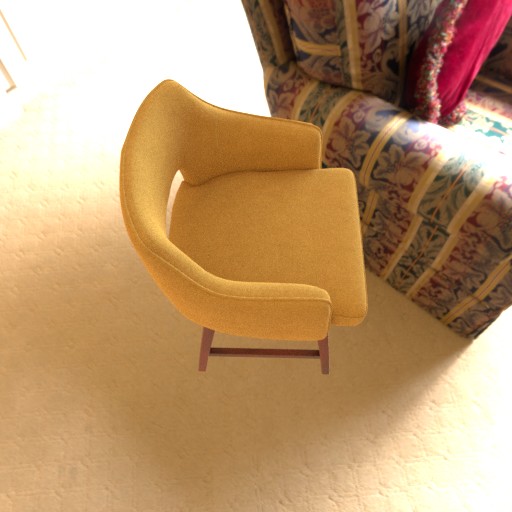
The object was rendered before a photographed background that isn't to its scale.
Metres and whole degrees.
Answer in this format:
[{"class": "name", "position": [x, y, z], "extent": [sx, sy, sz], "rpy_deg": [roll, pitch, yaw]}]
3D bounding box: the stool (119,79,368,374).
[{"class": "stool", "position": [0.000, 0.000, 1.287], "extent": [0.558, 0.924, 0.548], "rpy_deg": [1, 63, 1]}]
